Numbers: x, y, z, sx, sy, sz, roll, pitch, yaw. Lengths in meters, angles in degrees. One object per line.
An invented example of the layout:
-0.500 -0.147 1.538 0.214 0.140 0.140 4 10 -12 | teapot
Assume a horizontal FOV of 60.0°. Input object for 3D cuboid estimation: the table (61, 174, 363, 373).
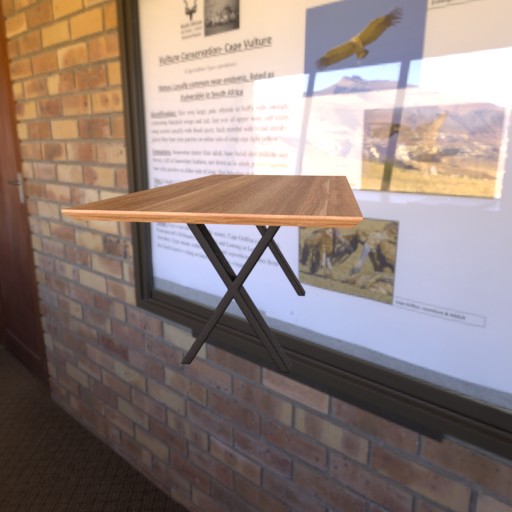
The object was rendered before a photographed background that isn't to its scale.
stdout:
0.000 0.000 2.471 1.000 0.770 2.000 2 14 9 | table
